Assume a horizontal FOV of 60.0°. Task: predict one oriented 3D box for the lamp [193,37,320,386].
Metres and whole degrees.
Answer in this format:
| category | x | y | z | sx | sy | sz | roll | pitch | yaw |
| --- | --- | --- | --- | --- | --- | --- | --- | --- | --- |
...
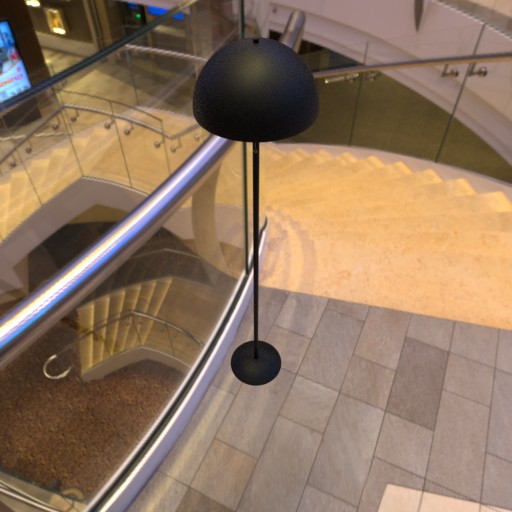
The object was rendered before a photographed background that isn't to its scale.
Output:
| category | x | y | z | sx | sy | sz | roll | pitch | yaw |
| --- | --- | --- | --- | --- | --- | --- | --- | --- | --- |
| lamp | 0.000 | 0.000 | 1.568 | 0.328 | 1.480 | 0.328 | -16 | 49 | -14 |
